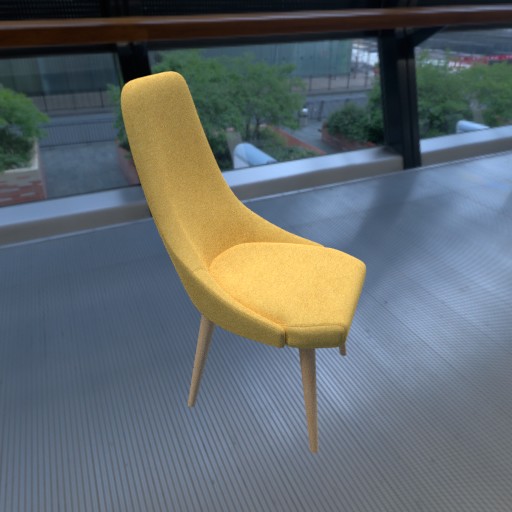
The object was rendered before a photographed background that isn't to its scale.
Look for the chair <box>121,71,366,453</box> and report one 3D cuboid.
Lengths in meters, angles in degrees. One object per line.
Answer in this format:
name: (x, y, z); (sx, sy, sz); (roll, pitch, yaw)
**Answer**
chair: (0.000, 0.000, 1.402); (0.660, 1.040, 0.510); (11, 31, 18)
